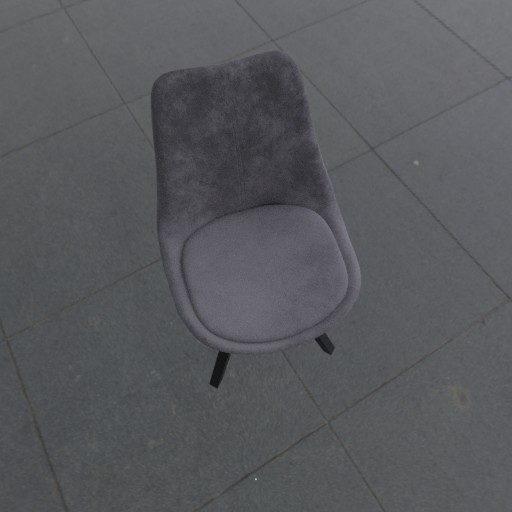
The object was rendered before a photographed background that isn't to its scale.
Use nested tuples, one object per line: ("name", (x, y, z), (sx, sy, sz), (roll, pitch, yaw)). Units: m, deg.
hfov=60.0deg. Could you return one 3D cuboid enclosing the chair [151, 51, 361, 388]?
("chair", (0.000, 0.000, 1.208), (0.485, 0.850, 0.550), (-14, 64, -7))
